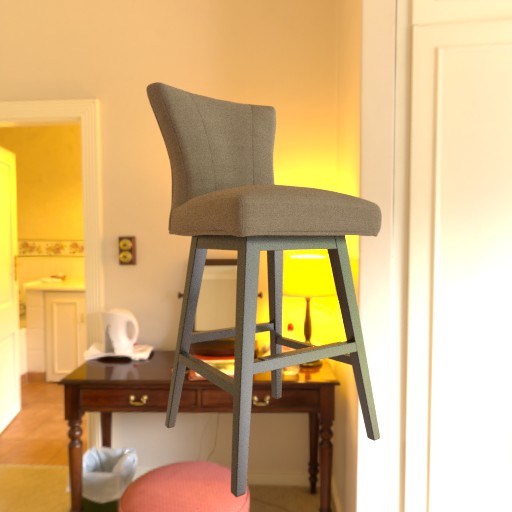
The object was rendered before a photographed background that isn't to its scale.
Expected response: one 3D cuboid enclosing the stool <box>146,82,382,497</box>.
[{"bbox_3d":[0.000,0.000,1.372,0.514,1.086,0.574,-2,3,-36],"label":"stool"}]
